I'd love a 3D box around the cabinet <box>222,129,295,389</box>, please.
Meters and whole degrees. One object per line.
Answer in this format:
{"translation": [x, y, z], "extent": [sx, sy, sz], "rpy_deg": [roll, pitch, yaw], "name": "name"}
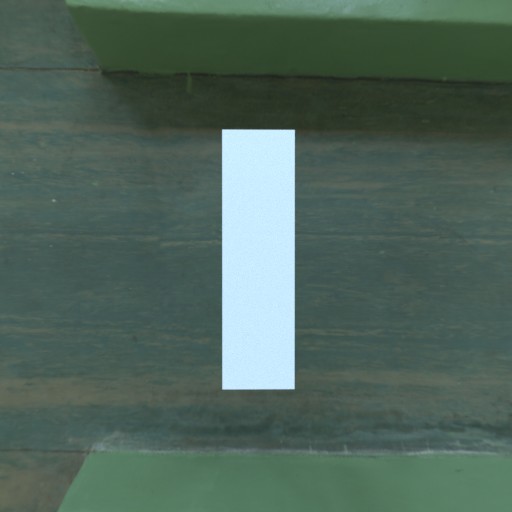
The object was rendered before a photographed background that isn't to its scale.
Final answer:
{"translation": [0.000, 0.000, 1.981], "extent": [0.192, 1.770, 0.643], "rpy_deg": [0, 91, -1], "name": "cabinet"}
